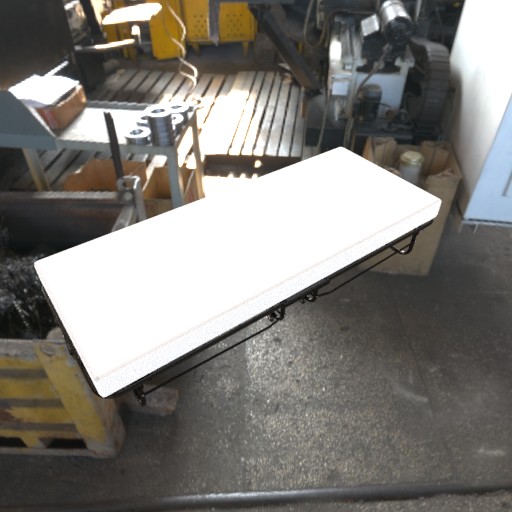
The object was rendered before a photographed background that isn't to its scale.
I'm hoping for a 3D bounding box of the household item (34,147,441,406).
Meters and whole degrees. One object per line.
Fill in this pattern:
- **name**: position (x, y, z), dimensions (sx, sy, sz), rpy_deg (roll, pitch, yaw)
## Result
- **household item**: position (0.000, 0.000, 2.224), dimensions (1.905, 0.356, 0.787), rpy_deg (-25, 47, -26)
